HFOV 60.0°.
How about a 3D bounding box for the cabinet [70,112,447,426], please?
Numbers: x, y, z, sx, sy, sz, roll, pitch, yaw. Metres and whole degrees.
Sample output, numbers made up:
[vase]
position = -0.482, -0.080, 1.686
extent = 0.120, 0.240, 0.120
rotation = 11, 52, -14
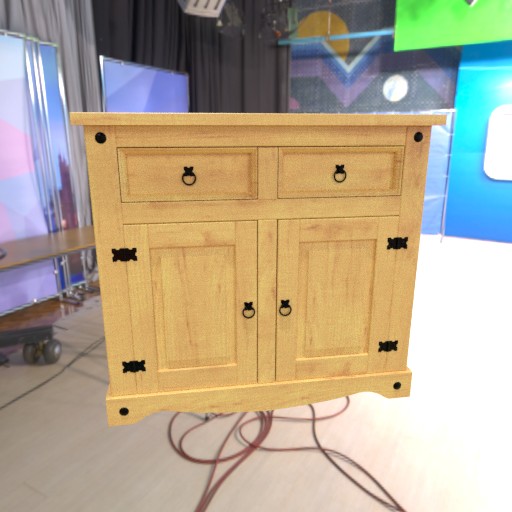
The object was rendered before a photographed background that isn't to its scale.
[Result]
[cabinet]
position = 0.000, 0.000, 1.394
extent = 0.920, 0.840, 0.450
rotation = -3, 16, -9
